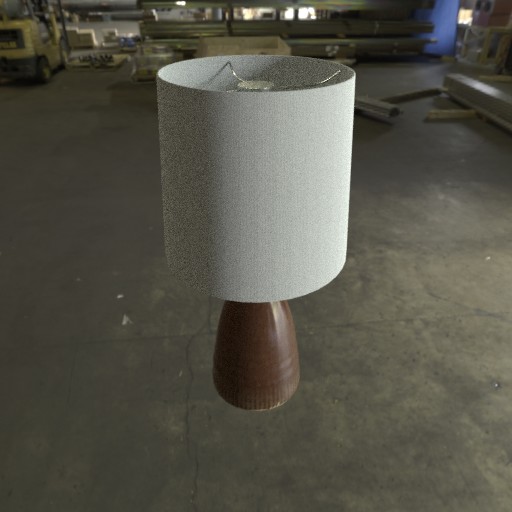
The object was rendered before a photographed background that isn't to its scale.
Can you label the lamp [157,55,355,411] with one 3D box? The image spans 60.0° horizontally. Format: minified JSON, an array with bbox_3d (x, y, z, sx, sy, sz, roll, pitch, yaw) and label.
[{"bbox_3d":[0.000,0.000,0.471,0.186,0.369,0.186,0,33,0],"label":"lamp"}]
